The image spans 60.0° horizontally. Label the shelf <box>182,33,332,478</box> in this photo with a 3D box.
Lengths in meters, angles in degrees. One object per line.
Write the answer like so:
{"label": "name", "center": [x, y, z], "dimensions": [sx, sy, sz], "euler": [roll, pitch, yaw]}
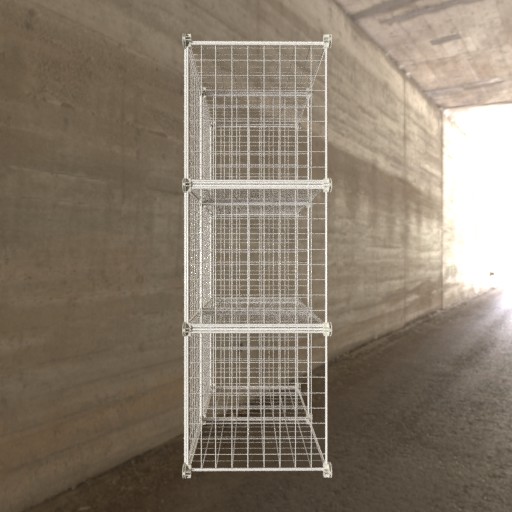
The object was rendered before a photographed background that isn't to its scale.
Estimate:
{"label": "shelf", "center": [0.000, 0.000, 1.407], "dimensions": [0.356, 1.067, 0.711], "euler": [0, 0, -1]}
